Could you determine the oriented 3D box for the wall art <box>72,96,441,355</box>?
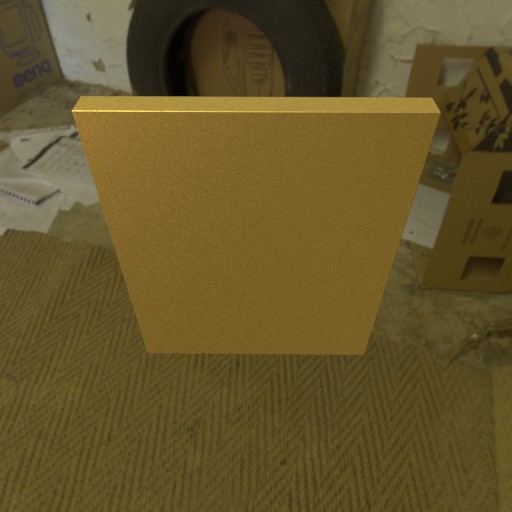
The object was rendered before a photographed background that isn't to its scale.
[{"bbox_3d":[0.000,0.000,0.887,0.537,0.642,0.048,0,45,0],"label":"wall art"}]
